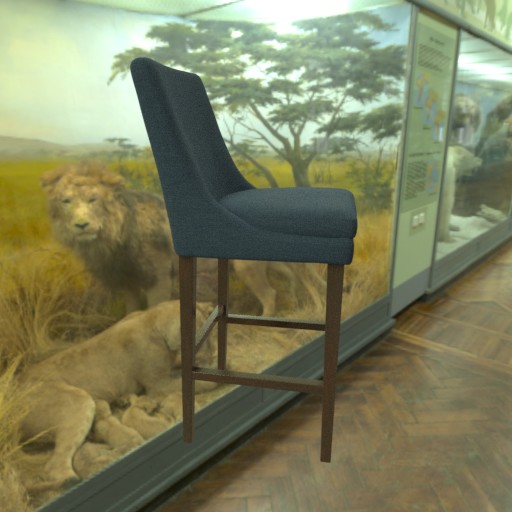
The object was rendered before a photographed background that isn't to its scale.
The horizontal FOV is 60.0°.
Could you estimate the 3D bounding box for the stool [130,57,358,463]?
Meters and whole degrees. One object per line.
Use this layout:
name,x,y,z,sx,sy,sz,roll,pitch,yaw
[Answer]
stool,0.000,0.000,1.349,0.577,1.078,0.470,3,17,10
